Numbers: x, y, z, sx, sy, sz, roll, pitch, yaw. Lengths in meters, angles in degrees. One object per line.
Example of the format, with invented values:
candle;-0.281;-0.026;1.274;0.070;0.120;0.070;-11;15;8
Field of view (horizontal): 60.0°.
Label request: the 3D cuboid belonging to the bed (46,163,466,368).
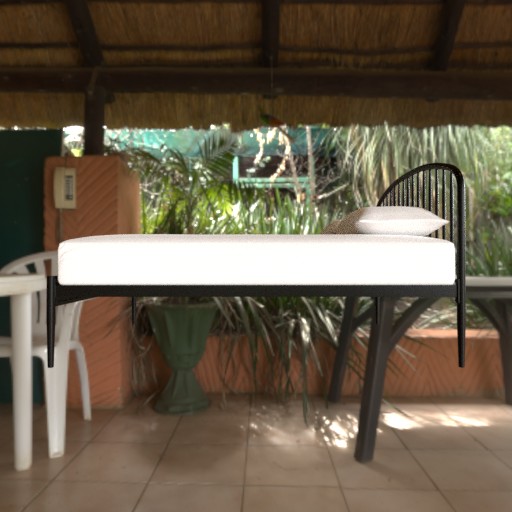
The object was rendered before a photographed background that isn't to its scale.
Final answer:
bed;0.000;0.000;3.077;2.159;1.166;1.618;0;-1;0
